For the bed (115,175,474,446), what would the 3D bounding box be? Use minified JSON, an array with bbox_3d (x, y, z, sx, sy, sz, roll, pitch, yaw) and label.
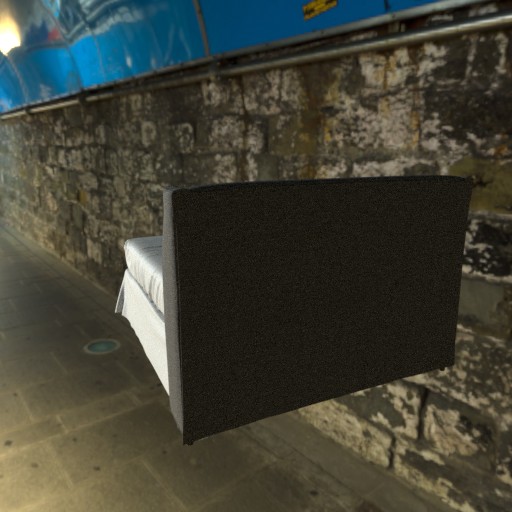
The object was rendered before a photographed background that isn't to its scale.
[{"bbox_3d":[0.000,0.000,3.452,1.925,1.332,2.276,-7,15,-25],"label":"bed"}]
